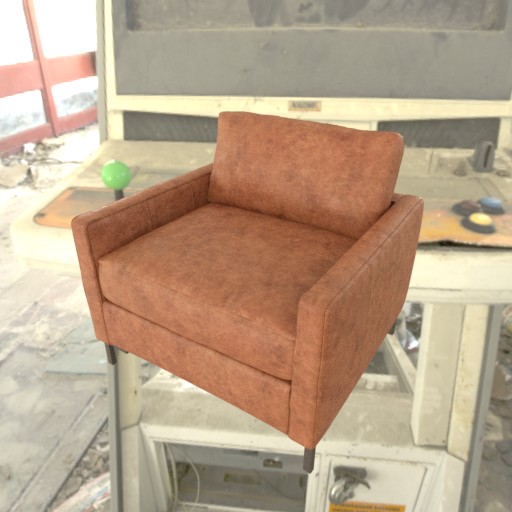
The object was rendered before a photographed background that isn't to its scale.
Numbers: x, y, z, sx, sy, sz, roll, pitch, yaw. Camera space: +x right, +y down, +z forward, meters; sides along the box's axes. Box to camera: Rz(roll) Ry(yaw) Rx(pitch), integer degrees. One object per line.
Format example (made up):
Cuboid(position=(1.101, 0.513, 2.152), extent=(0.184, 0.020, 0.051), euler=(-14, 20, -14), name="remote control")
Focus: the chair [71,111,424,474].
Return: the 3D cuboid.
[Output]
Cuboid(position=(0.000, 0.000, 1.626), extent=(0.967, 0.869, 0.862), euler=(17, 33, 28), name="chair")
